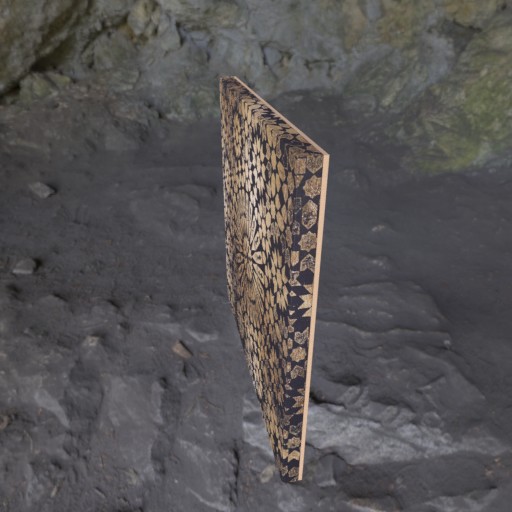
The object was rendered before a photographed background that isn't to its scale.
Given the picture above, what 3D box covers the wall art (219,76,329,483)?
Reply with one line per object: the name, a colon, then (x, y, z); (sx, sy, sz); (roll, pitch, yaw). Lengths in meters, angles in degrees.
wall art: (0.000, 0.000, 0.916); (0.038, 0.612, 0.612); (-6, 31, -11)
